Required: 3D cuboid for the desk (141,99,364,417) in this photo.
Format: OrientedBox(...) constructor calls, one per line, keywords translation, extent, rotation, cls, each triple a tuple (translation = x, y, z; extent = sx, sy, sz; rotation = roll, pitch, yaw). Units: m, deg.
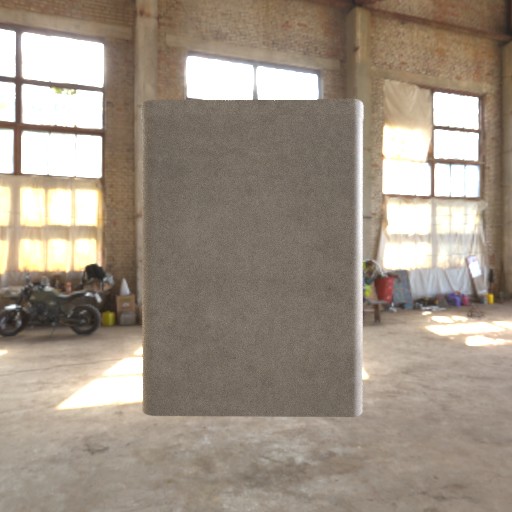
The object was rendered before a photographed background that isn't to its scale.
OrientedBox(translation=(0.000, 0.000, 1.751), extent=(0.550, 0.755, 1.400), rotation=(0, 0, 1), cls="desk")
